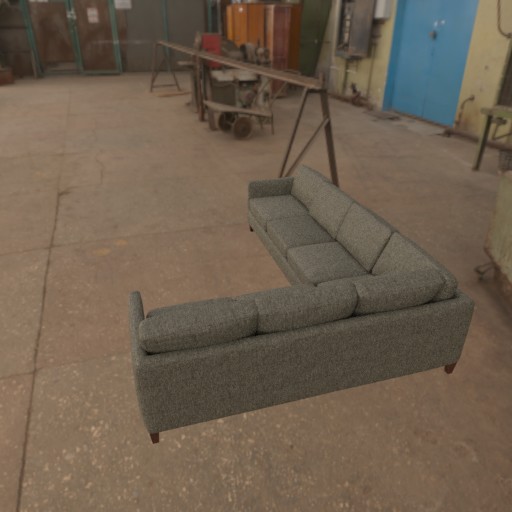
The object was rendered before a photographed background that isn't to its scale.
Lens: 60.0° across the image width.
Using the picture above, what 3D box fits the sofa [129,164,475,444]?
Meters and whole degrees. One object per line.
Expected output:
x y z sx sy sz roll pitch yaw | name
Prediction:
0.000 0.000 4.552 2.593 0.947 3.302 -8 29 -14 | sofa
